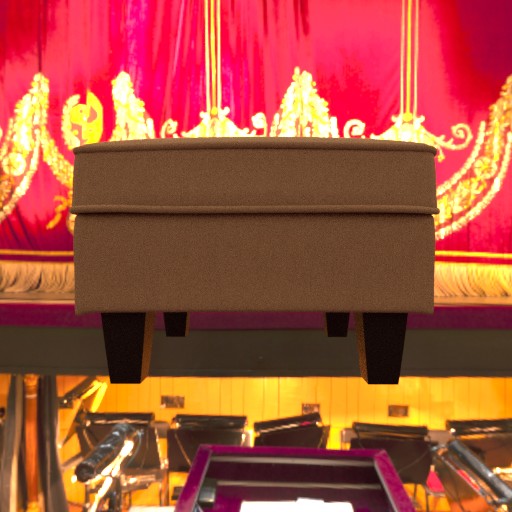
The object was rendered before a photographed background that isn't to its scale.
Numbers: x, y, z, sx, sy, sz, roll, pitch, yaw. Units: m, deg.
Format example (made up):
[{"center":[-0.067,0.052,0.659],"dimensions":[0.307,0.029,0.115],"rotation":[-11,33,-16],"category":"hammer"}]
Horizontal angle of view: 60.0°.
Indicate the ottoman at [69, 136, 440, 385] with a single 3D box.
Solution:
[{"center":[0.000,0.000,1.004],"dimensions":[0.616,0.438,0.613],"rotation":[0,0,1],"category":"ottoman"}]
